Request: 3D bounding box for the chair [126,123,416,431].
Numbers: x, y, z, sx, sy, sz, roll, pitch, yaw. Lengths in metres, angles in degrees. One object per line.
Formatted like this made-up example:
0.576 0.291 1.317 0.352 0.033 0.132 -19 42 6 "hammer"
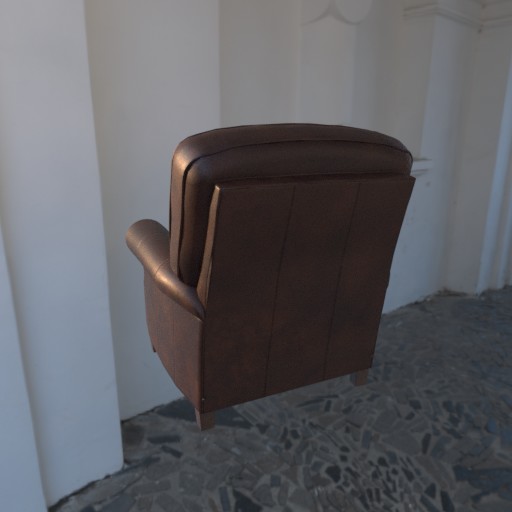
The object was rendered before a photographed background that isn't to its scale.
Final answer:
0.000 0.000 1.799 0.936 1.018 0.986 -7 17 -25 "chair"
